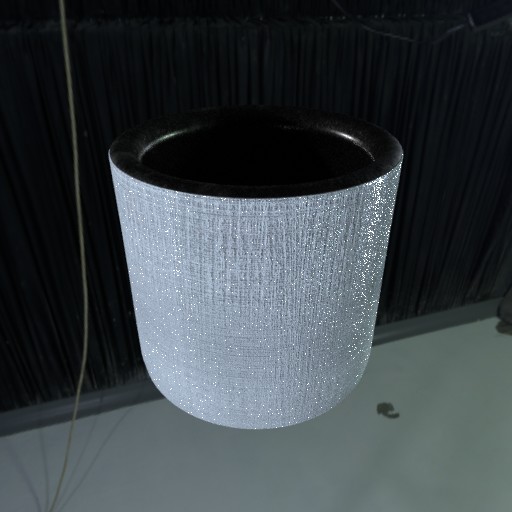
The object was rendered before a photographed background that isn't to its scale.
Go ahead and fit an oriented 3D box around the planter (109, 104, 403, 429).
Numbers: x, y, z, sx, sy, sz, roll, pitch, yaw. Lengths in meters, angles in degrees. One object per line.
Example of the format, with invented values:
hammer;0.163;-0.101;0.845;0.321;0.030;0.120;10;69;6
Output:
planter;0.000;0.000;0.285;0.160;0.156;0.160;0;32;0
